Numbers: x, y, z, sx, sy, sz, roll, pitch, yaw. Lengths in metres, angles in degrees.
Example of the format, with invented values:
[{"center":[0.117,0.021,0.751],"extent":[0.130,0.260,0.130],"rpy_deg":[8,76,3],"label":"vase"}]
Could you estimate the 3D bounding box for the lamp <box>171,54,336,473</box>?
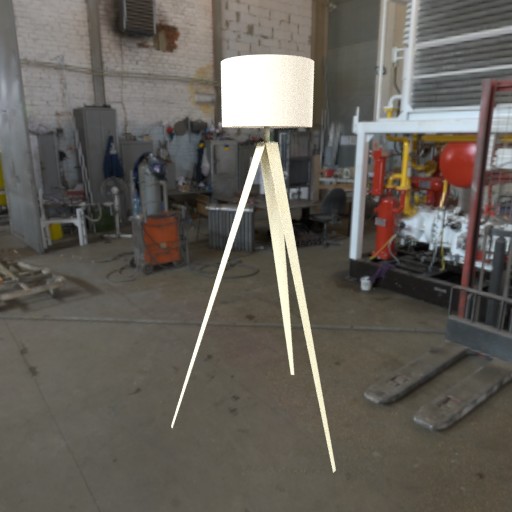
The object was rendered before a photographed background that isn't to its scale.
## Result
[{"center":[0.000,0.000,1.910],"extent":[0.724,1.524,0.716],"rpy_deg":[2,15,8],"label":"lamp"}]
